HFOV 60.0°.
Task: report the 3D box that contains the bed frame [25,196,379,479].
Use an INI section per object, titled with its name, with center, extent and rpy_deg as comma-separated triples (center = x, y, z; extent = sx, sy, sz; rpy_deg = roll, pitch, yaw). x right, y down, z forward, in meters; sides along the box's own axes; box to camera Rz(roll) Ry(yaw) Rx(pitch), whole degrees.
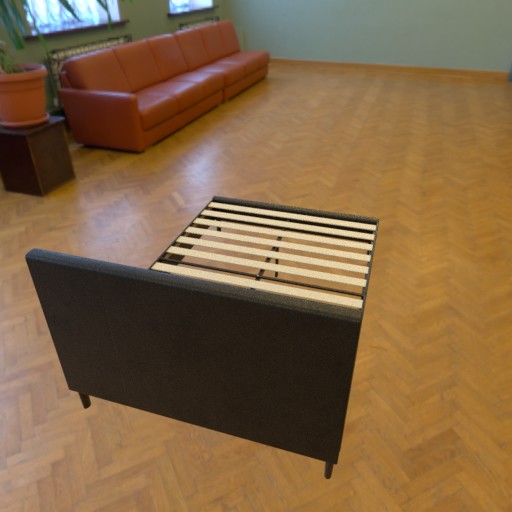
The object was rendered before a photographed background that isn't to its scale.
[bed frame]
center = 0.000, 0.000, 2.908
extent = 1.469, 1.046, 2.152
rpy_deg = 10, 34, 15
